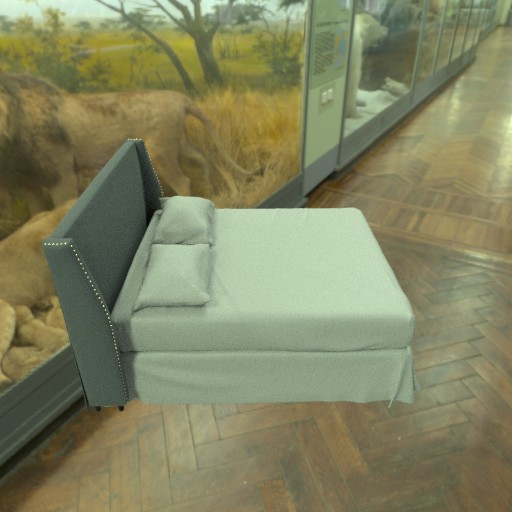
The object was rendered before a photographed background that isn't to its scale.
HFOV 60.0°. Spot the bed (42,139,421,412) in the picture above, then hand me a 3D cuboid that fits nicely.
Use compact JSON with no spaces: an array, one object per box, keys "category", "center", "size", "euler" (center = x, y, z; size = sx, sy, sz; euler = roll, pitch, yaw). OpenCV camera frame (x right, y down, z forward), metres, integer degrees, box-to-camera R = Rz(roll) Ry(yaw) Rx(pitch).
[{"category":"bed","center":[0.000,0.000,3.441],"size":[2.276,1.332,1.925],"euler":[0,31,-1]}]
